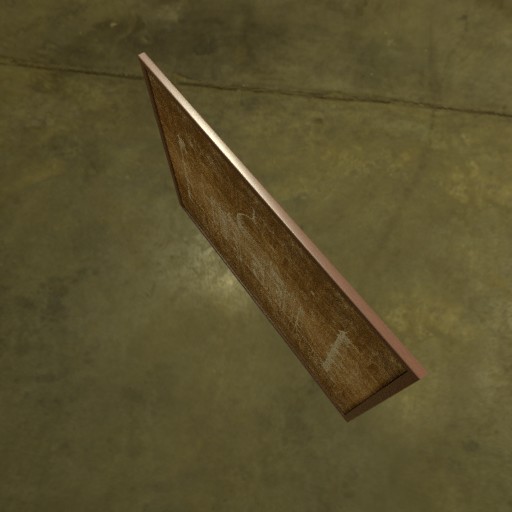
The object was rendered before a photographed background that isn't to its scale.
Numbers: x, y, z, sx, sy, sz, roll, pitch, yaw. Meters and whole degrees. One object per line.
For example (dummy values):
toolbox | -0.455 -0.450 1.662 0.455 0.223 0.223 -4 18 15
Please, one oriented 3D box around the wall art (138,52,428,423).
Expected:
wall art | 0.000 0.000 0.831 0.014 0.455 0.660 -33 68 -15
